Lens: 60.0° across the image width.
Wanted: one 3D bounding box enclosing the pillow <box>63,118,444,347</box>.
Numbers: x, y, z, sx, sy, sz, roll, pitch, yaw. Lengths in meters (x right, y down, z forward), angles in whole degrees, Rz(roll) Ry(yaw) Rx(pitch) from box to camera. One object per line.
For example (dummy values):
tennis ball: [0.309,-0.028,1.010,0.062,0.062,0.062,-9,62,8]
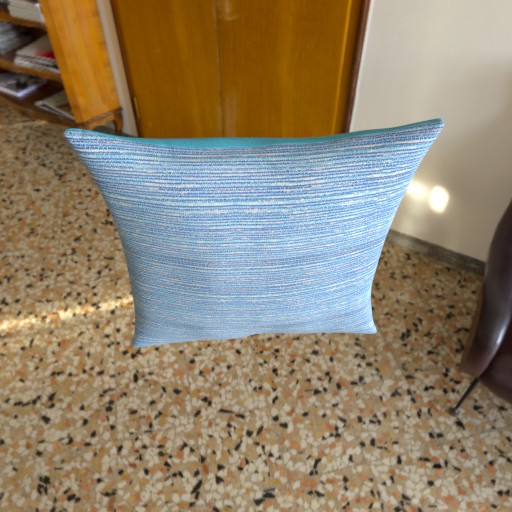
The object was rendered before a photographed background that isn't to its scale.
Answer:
pillow: [0.000,0.000,0.762,0.514,0.497,0.150,-3,45,-3]
